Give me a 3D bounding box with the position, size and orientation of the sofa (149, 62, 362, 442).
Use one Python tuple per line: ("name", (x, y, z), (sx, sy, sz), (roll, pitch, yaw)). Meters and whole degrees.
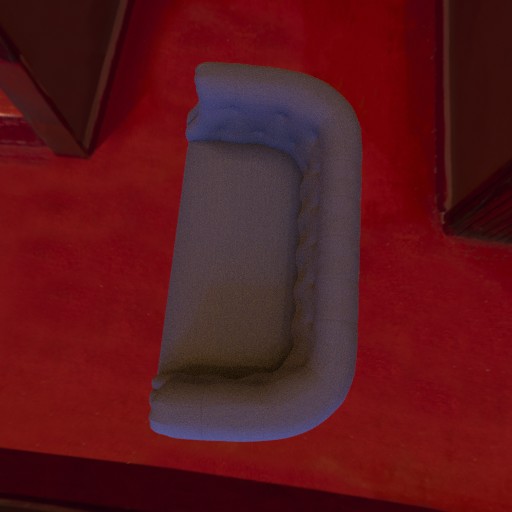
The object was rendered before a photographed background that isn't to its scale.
("sofa", (0.000, 0.000, 2.092), (0.835, 0.827, 1.558), (5, 76, 1))
